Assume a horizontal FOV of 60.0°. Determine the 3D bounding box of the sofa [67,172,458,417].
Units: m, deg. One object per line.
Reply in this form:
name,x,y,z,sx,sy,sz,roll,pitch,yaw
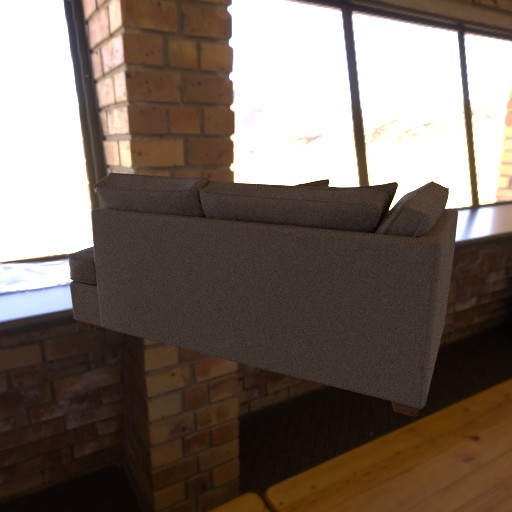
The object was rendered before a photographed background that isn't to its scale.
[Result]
sofa,0.000,0.000,2.811,2.237,1.033,1.110,7,16,27
